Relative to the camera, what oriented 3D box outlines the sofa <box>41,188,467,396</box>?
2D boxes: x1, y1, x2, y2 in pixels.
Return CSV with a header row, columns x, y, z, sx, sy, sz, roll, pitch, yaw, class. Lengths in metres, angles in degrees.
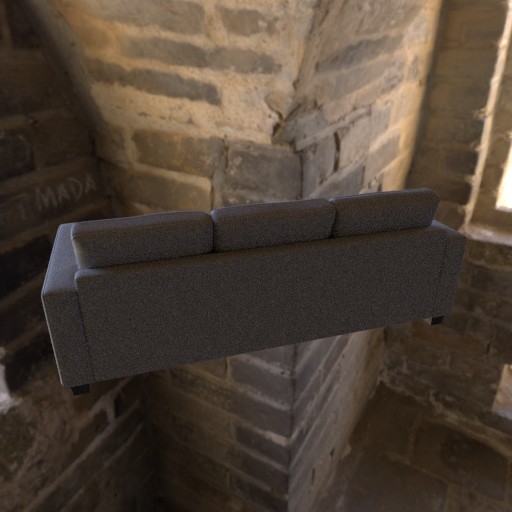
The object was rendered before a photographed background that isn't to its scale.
x,y,z,sx,sy,sz,roll,pitch,yaw,class
0.000,0.000,2.533,2.120,0.800,0.900,-7,26,-16,sofa
